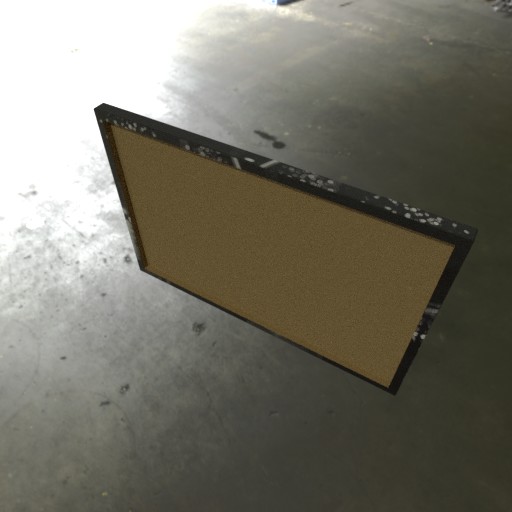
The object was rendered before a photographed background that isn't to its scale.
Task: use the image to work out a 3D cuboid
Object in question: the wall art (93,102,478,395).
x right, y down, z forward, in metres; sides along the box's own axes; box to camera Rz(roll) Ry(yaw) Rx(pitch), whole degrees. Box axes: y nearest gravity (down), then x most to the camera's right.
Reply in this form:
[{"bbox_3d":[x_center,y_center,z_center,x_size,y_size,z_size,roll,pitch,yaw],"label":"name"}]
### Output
[{"bbox_3d":[0.000,0.000,1.172,0.914,0.609,0.038,23,51,20],"label":"wall art"}]
